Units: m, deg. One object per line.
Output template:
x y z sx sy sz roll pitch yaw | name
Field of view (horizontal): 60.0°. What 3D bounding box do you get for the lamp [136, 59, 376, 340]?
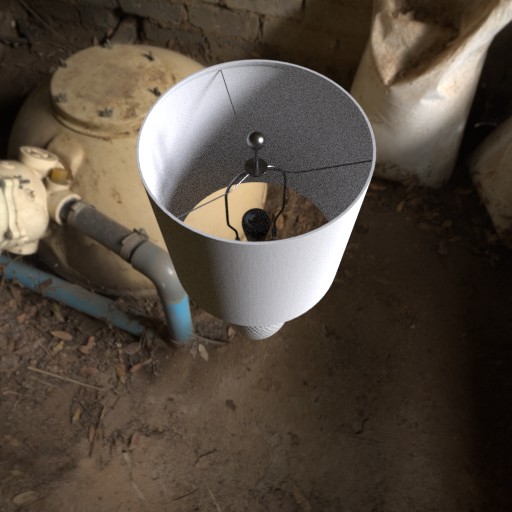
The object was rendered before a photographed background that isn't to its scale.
0.000 0.000 0.599 0.214 0.466 0.214 -18 64 -9 | lamp
